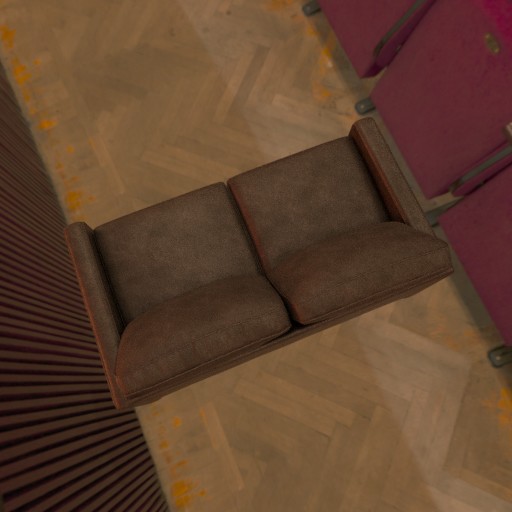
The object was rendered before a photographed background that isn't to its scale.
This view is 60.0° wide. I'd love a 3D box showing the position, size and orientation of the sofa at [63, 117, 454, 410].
[{"bbox_3d":[0.000,0.000,2.275,1.732,0.916,0.939,-21,75,-6],"label":"sofa"}]
